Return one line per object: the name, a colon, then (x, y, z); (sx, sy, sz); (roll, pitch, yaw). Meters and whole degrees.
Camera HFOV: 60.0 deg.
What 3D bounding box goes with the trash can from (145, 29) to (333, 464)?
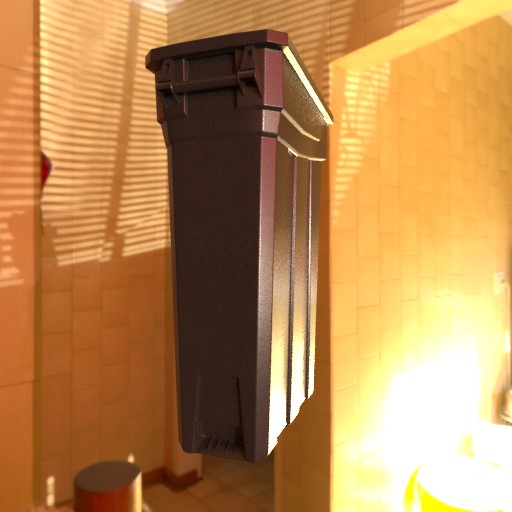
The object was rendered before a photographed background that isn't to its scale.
trash can: (0.000, 0.000, 1.029); (0.281, 0.762, 0.559); (0, 0, 19)
